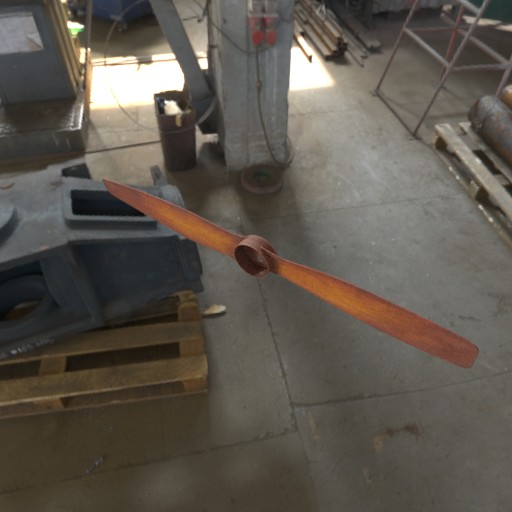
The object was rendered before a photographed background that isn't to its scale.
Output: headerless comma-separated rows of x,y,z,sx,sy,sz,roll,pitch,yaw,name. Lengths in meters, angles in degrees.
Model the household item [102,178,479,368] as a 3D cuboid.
0.000,0.000,1.221,1.181,0.121,0.051,25,51,23,household item
